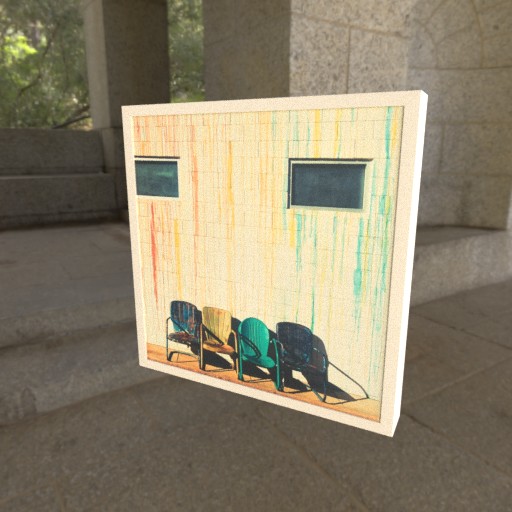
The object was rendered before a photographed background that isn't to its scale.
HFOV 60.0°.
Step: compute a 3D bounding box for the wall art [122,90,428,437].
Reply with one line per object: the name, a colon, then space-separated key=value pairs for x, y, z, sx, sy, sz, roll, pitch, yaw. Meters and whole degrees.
wall art: x=0.000 y=0.000 z=0.460 sx=0.305 sy=0.305 sz=0.038 roll=7 pitch=16 yaw=26
